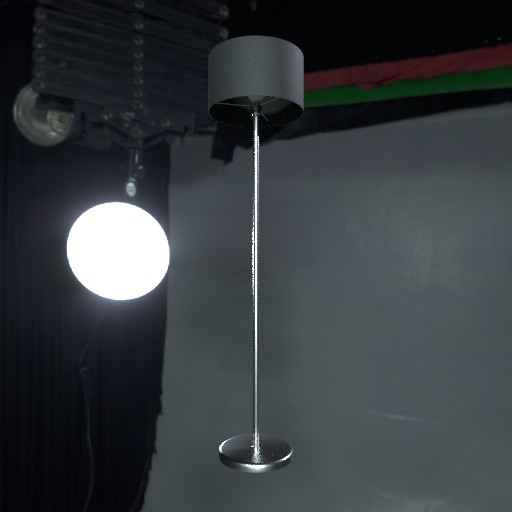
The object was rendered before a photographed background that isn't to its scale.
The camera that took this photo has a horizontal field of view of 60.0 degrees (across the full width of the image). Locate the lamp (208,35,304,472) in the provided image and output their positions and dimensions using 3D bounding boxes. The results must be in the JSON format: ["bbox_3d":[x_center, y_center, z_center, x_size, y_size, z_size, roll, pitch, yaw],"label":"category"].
[{"bbox_3d":[0.000,0.000,1.618,0.348,1.443,0.348,0,-1,16],"label":"lamp"}]
